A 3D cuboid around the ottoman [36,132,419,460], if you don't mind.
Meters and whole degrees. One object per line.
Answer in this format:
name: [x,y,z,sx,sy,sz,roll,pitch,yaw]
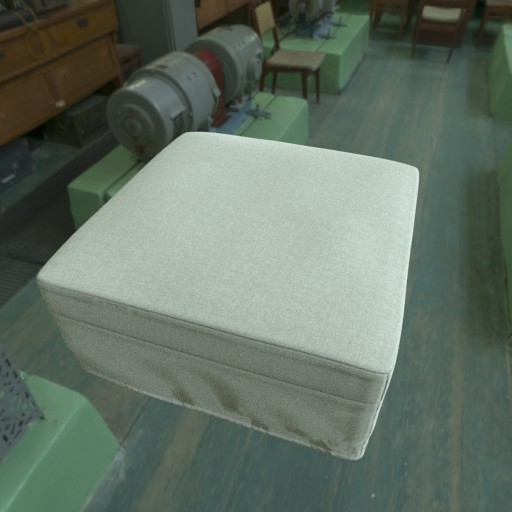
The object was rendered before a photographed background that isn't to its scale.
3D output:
ottoman: [0.000,0.000,1.322,0.840,0.436,0.843,13,42,14]
